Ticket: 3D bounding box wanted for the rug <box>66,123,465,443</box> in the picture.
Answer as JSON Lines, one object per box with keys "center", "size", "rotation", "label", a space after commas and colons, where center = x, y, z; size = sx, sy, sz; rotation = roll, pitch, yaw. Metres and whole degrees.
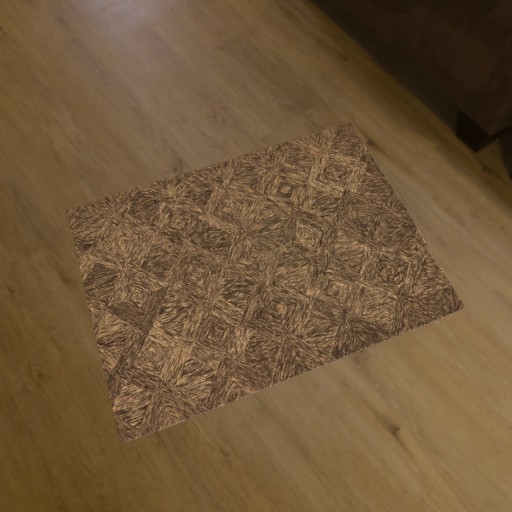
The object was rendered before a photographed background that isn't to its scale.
{"center": [0.000, 0.000, 5.410], "size": [4.093, 0.020, 2.997], "rotation": [-19, 66, -9], "label": "rug"}
